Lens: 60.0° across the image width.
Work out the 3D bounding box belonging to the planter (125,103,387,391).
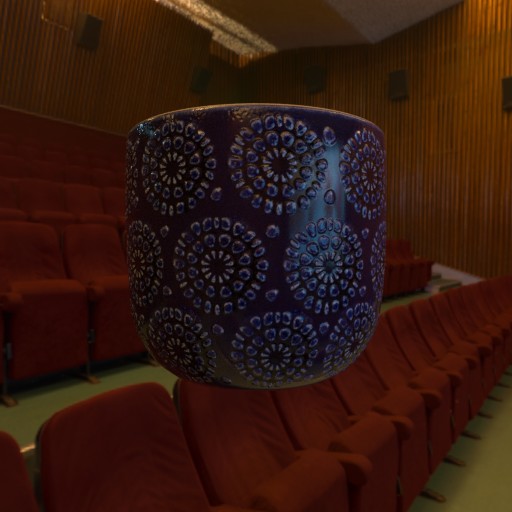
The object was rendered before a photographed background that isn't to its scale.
[{"bbox_3d":[0.000,0.000,0.293,0.165,0.149,0.165,0,1,0],"label":"planter"}]
